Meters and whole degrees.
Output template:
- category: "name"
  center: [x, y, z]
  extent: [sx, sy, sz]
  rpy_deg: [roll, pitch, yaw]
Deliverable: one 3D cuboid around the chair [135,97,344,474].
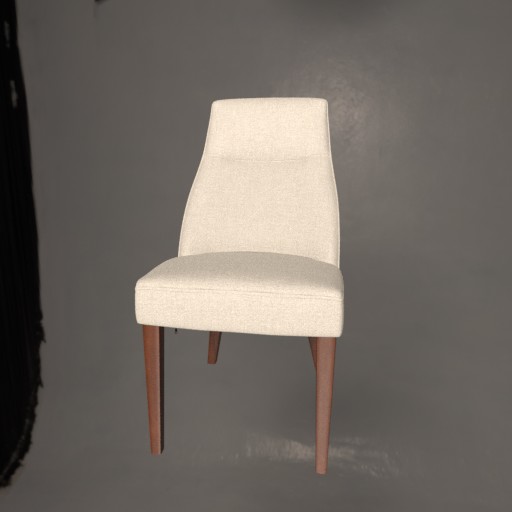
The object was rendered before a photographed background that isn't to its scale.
- category: "chair"
  center: [0.000, 0.000, 1.299]
  extent: [0.500, 0.930, 0.620]
  rpy_deg: [2, 14, 9]
